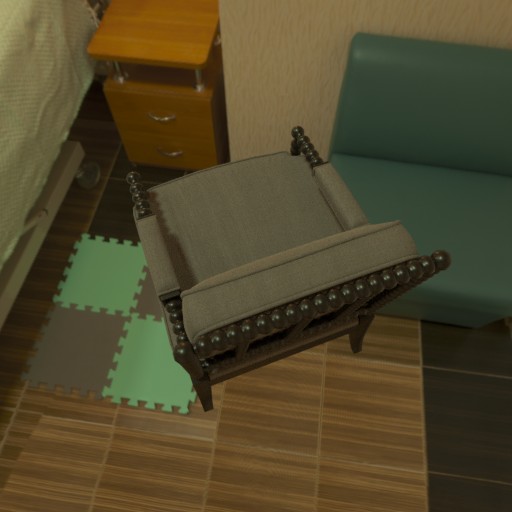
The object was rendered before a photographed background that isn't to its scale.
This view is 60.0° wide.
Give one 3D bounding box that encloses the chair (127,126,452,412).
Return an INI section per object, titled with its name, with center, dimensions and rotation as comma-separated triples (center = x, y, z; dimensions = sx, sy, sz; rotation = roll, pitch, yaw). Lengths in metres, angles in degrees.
[chair]
center = 0.000, 0.000, 1.129
dimensions = 0.540, 0.661, 0.622
rotation = -18, 61, -10
